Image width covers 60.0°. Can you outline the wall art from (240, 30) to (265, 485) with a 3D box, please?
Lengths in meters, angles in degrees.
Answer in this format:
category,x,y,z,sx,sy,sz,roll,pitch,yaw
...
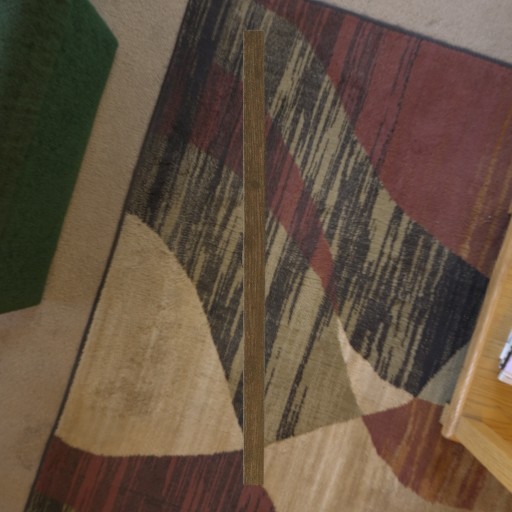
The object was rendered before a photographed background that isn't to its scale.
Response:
category,x,y,z,sx,sy,sz,roll,pitch,yaw
wall art,0.000,0.000,0.679,0.027,0.459,0.462,0,91,1
